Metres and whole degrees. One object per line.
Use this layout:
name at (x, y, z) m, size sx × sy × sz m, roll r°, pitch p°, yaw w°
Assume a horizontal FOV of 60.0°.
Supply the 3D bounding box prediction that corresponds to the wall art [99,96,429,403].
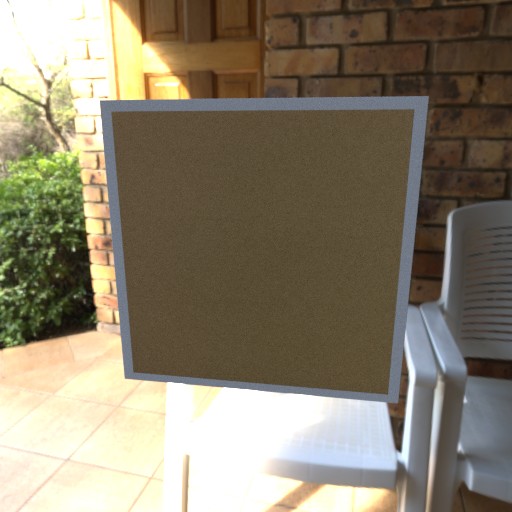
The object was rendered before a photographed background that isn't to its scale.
wall art at (0.000, 0.000, 1.137) m, size 0.763 × 0.761 × 0.038 m, roll 2°, pitch 16°, yaw 9°
